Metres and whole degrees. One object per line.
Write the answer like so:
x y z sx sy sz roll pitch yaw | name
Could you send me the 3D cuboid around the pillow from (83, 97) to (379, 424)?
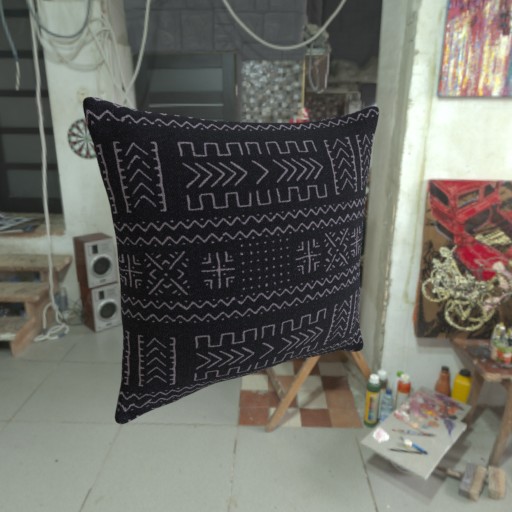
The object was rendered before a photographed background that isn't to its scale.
0.000 0.000 0.649 0.438 0.430 0.164 -9 19 -27 | pillow
